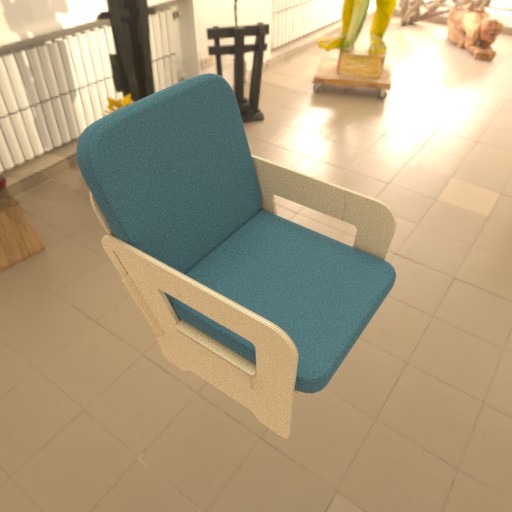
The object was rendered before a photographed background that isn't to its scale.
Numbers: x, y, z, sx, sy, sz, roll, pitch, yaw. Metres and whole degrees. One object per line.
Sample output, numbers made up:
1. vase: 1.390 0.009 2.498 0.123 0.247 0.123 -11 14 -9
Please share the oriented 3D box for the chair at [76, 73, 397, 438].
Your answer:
1. chair: 0.000 0.000 1.188 0.657 0.747 0.547 25 48 26
